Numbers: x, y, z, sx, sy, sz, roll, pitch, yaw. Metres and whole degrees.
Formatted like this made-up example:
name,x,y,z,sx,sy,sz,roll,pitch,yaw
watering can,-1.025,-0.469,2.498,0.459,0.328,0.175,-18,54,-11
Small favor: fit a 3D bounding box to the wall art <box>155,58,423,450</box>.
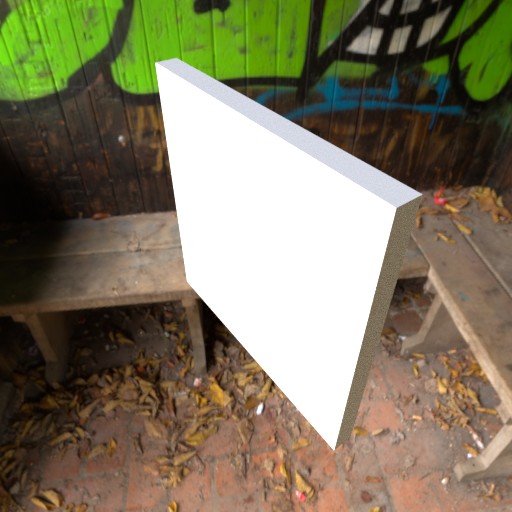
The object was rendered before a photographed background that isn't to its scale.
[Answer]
name,x,y,z,sx,sy,sz,roll,pitch,yaw
wall art,0.000,0.000,0.526,0.027,0.355,0.355,-26,48,-26
